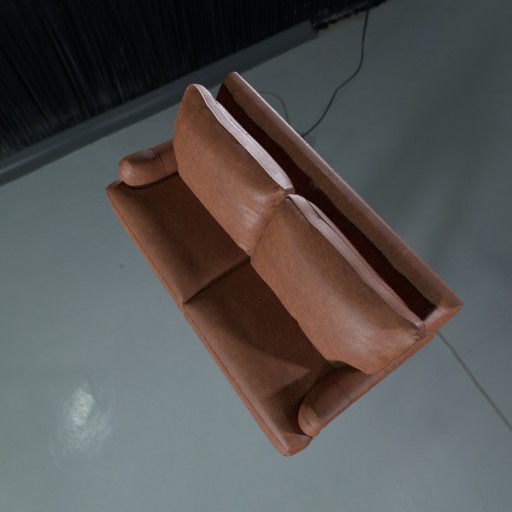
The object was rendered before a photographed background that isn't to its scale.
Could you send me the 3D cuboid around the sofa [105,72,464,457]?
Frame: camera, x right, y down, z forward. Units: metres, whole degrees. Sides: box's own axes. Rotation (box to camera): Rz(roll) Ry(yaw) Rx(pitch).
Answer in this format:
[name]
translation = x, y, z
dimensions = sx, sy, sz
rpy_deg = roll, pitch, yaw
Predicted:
[sofa]
translation = 0.000, 0.000, 2.838
dimensions = 1.147, 1.071, 2.144
rpy_deg = -33, 68, -15
